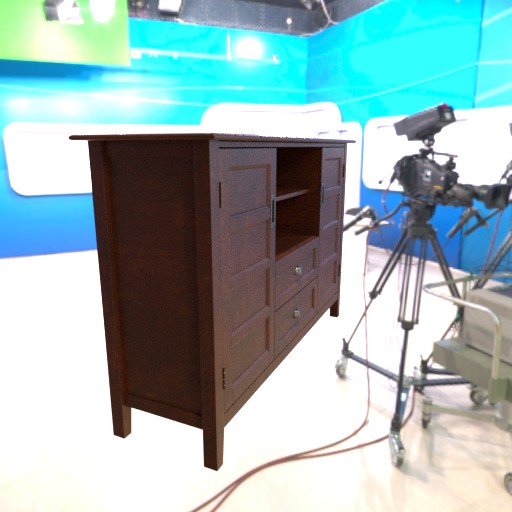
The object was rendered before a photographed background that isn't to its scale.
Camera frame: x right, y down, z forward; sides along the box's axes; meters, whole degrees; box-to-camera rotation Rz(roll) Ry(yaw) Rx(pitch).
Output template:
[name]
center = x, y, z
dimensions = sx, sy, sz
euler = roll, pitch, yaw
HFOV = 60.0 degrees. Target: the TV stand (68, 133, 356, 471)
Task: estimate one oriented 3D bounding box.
[TV stand]
center = 0.000, 0.000, 1.782
dimensions = 0.445, 0.915, 1.372
euler = 6, 15, 24
